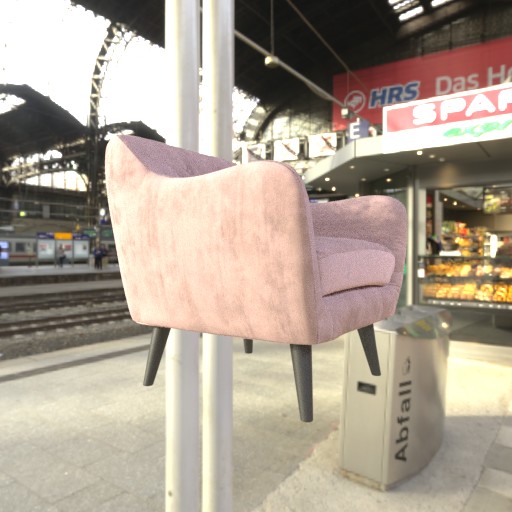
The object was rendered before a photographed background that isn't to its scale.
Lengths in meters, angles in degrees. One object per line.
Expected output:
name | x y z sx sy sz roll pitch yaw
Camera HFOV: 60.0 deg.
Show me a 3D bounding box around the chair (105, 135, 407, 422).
chair | 0.000 0.000 1.506 0.820 0.820 0.840 0 1 35
